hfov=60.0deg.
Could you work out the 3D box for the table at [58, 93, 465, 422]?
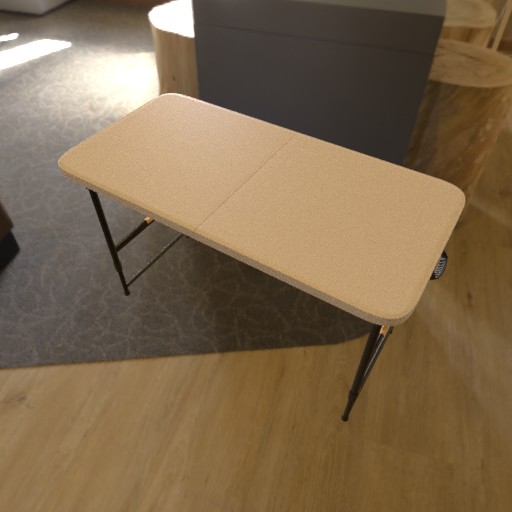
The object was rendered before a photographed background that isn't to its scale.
[{"bbox_3d":[0.000,0.000,1.678,1.245,0.737,0.611,25,52,22],"label":"table"}]
